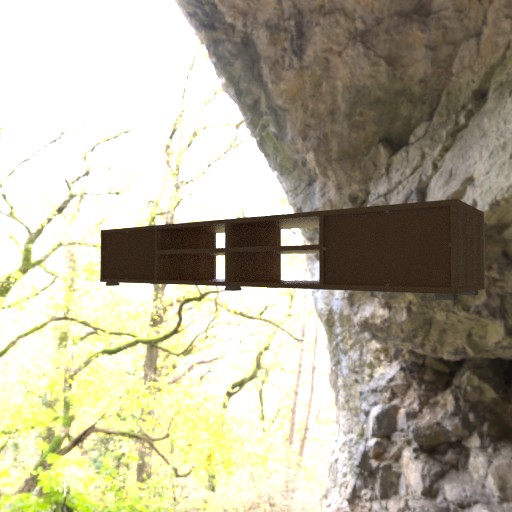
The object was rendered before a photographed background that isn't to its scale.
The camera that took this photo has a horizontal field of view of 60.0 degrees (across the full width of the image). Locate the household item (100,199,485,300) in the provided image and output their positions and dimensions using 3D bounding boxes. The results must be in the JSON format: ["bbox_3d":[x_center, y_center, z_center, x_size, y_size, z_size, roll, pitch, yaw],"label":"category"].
[{"bbox_3d":[0.000,0.000,2.065,1.850,0.310,0.420,-1,-2,37],"label":"household item"}]
